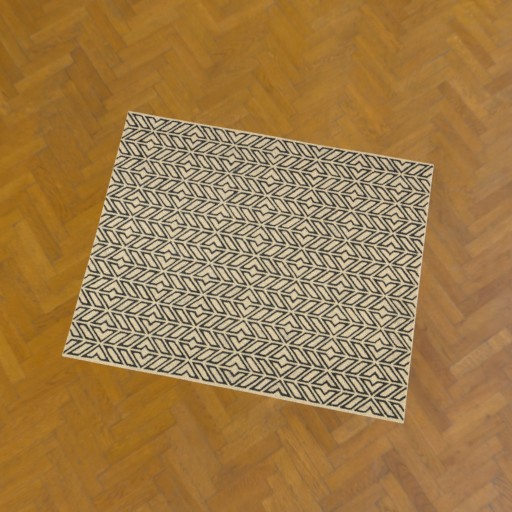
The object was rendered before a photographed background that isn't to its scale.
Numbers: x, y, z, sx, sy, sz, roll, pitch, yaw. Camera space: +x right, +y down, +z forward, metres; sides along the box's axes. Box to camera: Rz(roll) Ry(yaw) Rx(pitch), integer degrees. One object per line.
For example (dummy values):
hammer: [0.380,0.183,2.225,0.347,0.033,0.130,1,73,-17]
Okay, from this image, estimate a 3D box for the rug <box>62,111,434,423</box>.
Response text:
rug: [0.000,0.000,4.113,3.045,0.008,2.421,11,79,2]
